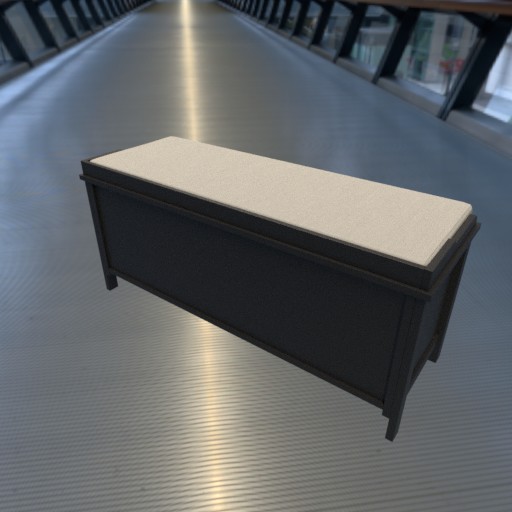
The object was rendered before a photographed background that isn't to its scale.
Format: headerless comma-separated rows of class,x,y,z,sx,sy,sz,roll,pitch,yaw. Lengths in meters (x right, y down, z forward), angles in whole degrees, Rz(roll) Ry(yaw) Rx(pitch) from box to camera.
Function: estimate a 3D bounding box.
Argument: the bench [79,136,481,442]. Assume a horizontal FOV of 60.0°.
bench,0.000,0.000,1.390,1.140,0.501,0.398,20,36,31
